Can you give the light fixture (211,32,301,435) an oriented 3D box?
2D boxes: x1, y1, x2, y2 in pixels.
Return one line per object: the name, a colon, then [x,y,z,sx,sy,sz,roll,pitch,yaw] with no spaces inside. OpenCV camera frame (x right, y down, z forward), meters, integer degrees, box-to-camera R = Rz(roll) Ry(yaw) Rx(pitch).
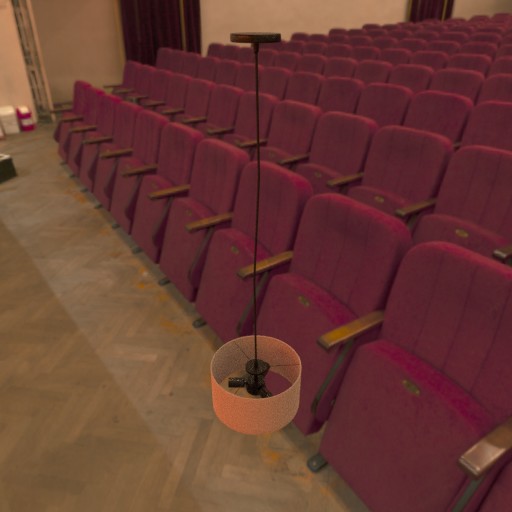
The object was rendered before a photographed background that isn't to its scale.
light fixture: [0.000,0.000,1.687,0.399,1.516,0.399,0,29,0]
